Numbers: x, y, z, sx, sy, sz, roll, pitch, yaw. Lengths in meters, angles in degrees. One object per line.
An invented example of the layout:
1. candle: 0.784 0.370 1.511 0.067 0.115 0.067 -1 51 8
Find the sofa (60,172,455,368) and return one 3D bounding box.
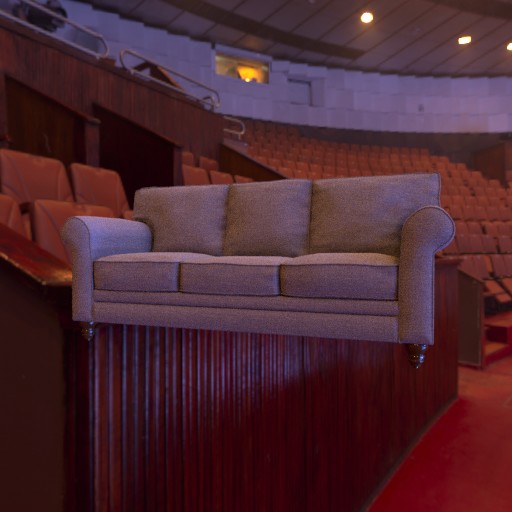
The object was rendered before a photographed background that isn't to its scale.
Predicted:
1. sofa: 0.000 0.000 2.588 2.084 0.961 0.916 0 1 20
